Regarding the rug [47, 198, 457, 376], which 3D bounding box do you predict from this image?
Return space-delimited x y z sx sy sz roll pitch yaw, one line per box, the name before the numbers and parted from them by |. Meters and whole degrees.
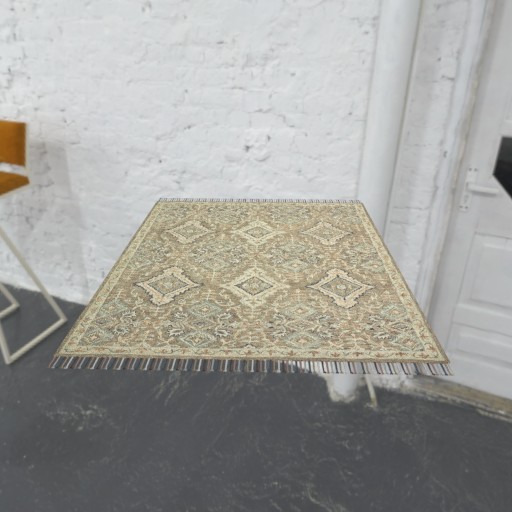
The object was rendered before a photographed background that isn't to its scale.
rug | 0.000 0.000 3.981 2.437 0.010 3.056 1 27 1
